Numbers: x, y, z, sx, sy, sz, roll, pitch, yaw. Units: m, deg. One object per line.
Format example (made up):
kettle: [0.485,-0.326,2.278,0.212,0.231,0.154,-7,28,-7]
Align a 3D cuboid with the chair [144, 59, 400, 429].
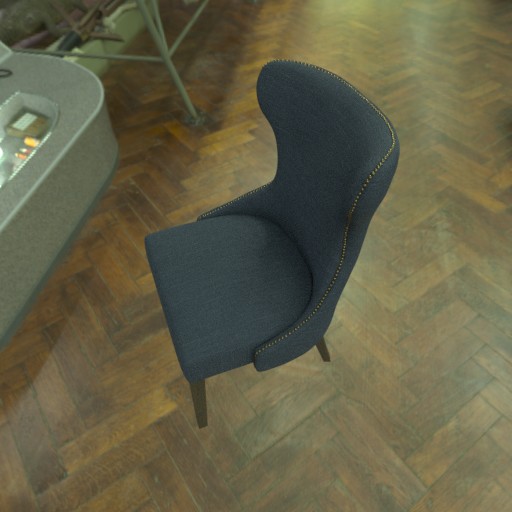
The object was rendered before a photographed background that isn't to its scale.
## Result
chair: [0.000,0.000,1.392,0.635,0.967,0.628,-16,49,-14]
